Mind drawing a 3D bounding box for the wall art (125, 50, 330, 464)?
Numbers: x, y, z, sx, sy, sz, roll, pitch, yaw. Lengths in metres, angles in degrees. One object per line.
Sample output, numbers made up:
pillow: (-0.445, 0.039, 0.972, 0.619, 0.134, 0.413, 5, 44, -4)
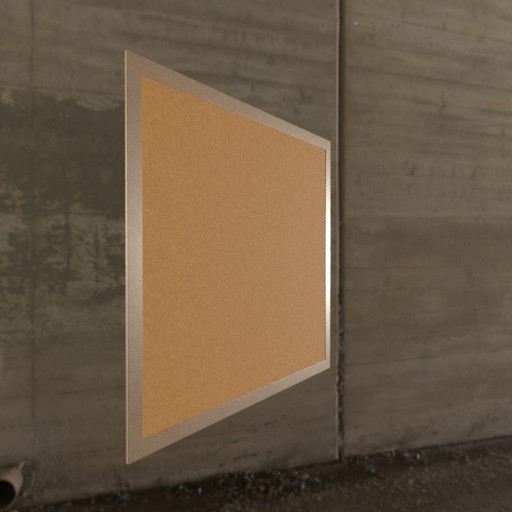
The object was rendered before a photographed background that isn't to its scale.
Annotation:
wall art: (0.000, 0.000, 1.622, 0.025, 1.067, 1.168, 0, 1, 36)
